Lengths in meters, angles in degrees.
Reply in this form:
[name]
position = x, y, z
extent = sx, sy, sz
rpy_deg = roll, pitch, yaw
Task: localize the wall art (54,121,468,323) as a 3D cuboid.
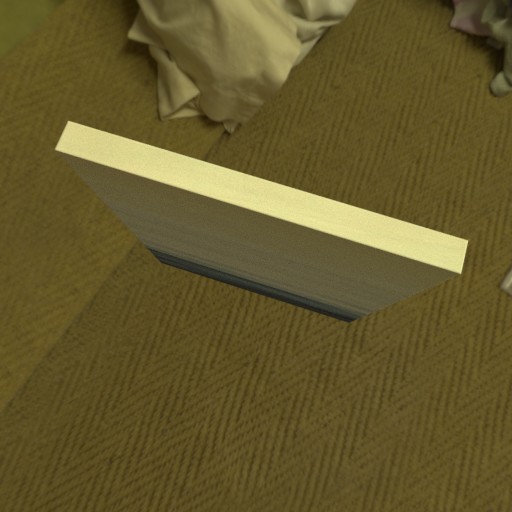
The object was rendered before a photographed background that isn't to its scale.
[wall art]
position = 0.000, 0.000, 0.808
extent = 0.489, 0.608, 0.040
rpy_deg = 17, 77, 4
